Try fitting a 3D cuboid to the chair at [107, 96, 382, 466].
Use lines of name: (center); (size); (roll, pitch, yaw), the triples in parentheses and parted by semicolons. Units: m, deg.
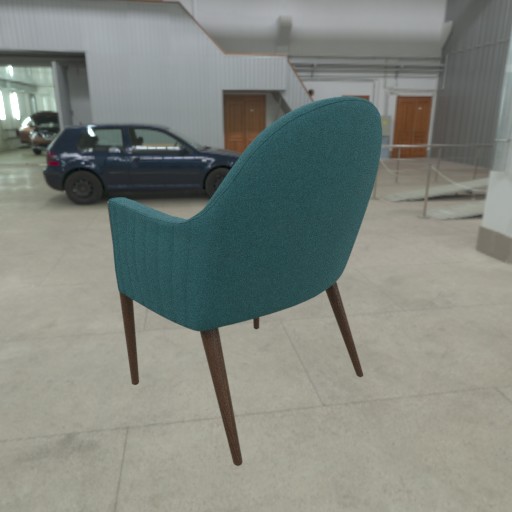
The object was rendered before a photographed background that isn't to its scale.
chair: (0.000, 0.000, 1.363); (0.656, 0.907, 0.652); (-17, 24, -42)
